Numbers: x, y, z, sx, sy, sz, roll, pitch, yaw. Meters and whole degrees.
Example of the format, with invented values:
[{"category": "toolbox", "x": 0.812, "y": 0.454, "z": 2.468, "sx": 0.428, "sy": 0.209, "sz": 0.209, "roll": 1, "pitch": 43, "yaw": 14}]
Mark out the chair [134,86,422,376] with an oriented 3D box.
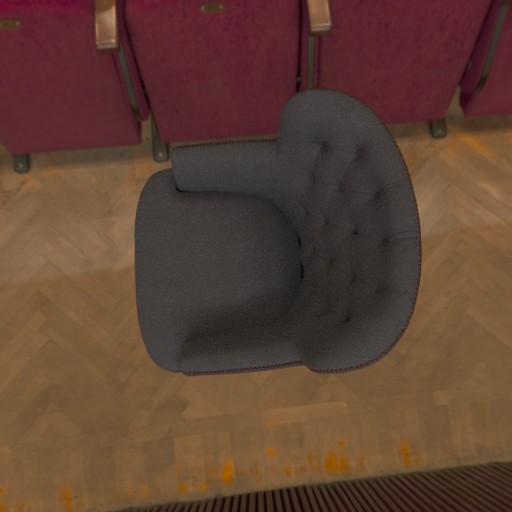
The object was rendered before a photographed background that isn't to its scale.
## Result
[{"category": "chair", "x": 0.000, "y": 0.000, "z": 1.621, "sx": 0.906, "sy": 0.868, "sz": 0.848, "roll": -5, "pitch": 77, "yaw": -1}]
